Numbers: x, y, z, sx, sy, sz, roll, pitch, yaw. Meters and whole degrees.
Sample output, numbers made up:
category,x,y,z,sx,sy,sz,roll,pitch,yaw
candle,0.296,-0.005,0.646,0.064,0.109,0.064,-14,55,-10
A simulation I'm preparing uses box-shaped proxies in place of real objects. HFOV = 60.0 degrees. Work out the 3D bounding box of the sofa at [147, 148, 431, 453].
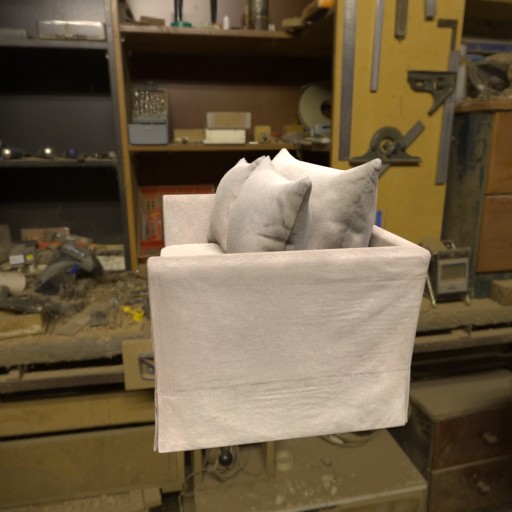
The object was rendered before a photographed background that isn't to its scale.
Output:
category,x,y,z,sx,sy,sz,roll,pitch,yaw
sofa,0.000,0.000,2.265,1.035,1.040,1.608,-3,16,-9
